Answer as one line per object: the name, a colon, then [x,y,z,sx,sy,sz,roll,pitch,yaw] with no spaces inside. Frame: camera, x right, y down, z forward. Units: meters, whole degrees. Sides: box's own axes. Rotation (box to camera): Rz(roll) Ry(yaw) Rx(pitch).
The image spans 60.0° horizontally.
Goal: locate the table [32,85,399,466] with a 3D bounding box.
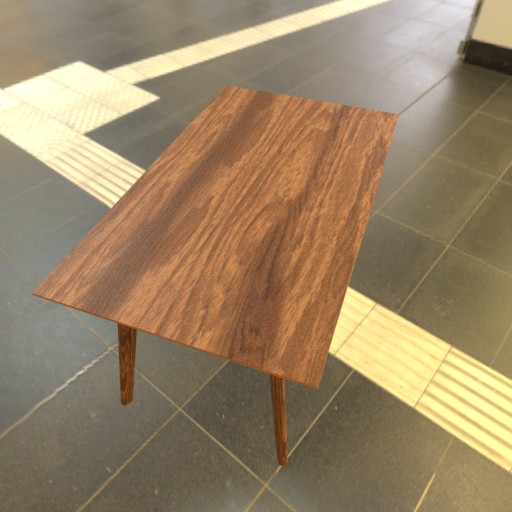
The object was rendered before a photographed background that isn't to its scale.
table: [0.000,0.000,1.808,0.801,0.724,1.349,15,48,14]
